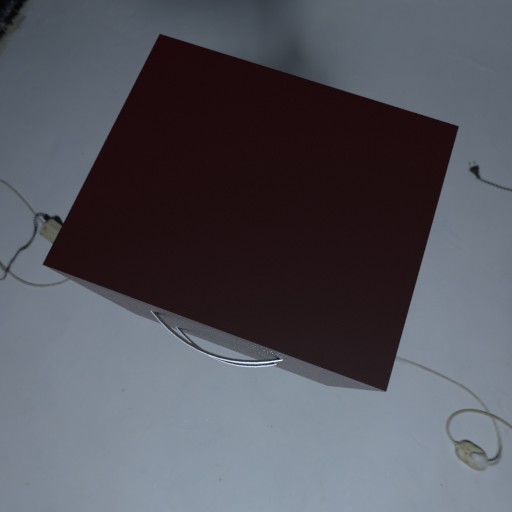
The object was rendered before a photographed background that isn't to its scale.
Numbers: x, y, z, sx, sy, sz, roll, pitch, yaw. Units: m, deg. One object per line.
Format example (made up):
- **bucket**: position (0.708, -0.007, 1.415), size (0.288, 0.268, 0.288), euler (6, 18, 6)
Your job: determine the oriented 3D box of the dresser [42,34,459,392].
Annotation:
- **dresser**: position (0.000, 0.000, 0.744), size (0.400, 0.470, 0.360), euler (19, 75, 5)
